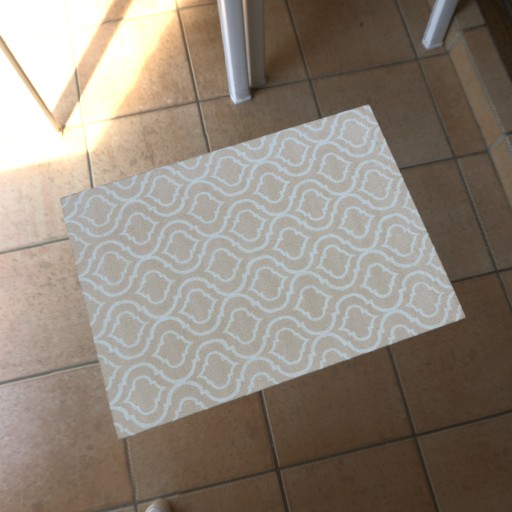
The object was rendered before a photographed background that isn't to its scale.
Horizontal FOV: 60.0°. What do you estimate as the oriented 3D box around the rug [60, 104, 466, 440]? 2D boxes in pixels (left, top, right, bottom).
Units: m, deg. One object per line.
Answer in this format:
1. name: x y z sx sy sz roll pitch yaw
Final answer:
1. rug: 0.000 0.000 2.735 2.134 0.010 1.524 -18 76 -5
